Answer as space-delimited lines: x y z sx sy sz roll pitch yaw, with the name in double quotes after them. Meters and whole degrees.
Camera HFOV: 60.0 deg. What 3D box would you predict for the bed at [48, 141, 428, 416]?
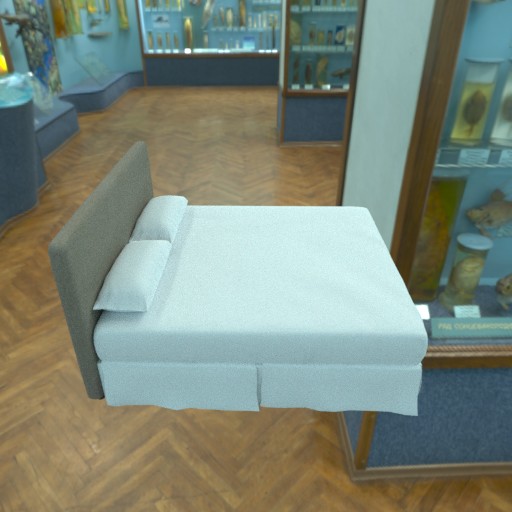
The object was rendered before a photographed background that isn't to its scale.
0.000 0.000 3.625 2.341 1.317 2.119 0 31 1 "bed"
